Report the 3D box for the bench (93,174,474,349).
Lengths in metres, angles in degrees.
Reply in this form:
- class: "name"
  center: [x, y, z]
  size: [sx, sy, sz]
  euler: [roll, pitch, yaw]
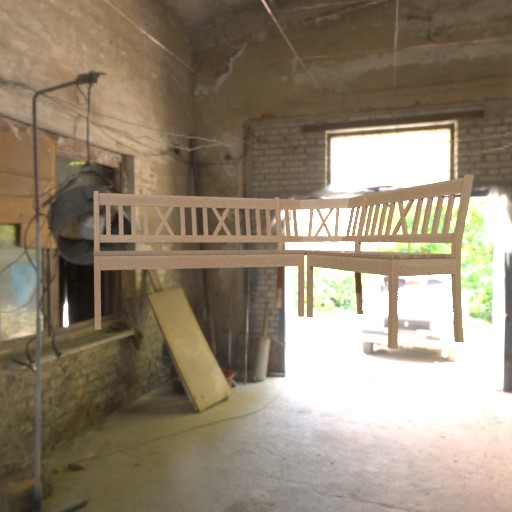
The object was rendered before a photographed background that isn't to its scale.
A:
- class: "bench"
  center: [0.000, 0.000, 2.795]
  size: [1.937, 0.902, 1.537]
  euler: [-1, 2, -19]
